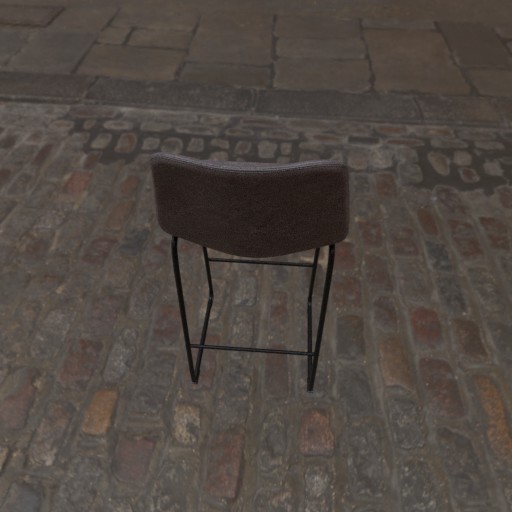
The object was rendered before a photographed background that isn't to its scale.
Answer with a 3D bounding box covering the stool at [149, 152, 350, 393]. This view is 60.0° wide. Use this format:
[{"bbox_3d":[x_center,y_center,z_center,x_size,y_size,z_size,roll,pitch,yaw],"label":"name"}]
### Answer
[{"bbox_3d":[0.000,0.000,1.427,0.514,1.082,0.561,3,46,3],"label":"stool"}]
